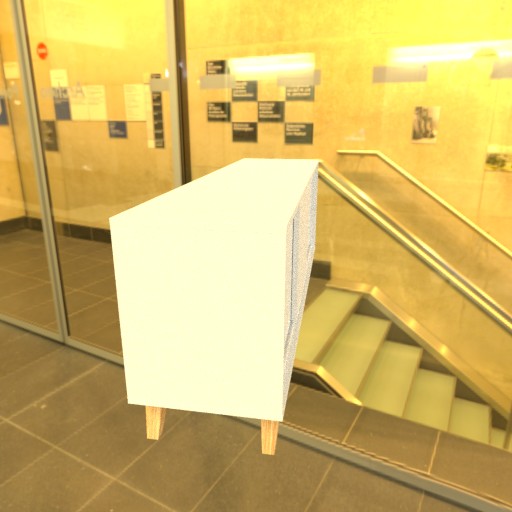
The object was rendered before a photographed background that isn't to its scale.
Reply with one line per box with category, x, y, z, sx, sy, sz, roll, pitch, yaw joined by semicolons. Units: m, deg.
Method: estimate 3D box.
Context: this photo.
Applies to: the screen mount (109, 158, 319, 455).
screen mount;0.000;0.000;1.752;0.400;0.619;1.490;3;18;10
